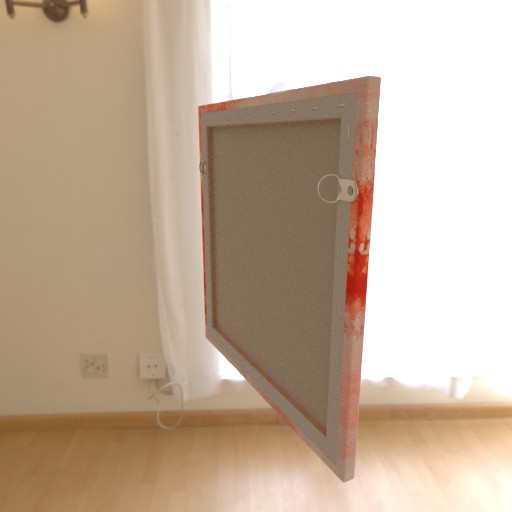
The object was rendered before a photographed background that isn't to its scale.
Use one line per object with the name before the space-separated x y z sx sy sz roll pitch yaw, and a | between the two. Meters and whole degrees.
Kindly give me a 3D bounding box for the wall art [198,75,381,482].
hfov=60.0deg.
wall art | 0.000 0.000 1.284 0.066 0.878 0.878 -8 17 -26
